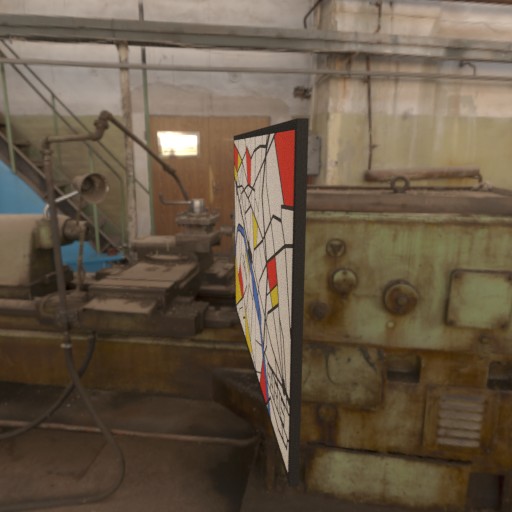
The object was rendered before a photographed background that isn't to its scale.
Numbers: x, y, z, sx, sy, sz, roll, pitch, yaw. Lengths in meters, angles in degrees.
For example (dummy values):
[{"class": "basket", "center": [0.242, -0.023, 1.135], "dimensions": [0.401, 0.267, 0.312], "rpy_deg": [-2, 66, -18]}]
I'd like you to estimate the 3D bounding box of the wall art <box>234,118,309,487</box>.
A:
[{"class": "wall art", "center": [0.000, 0.000, 0.843], "dimensions": [0.013, 0.458, 0.664], "rpy_deg": [-2, 14, -8]}]
